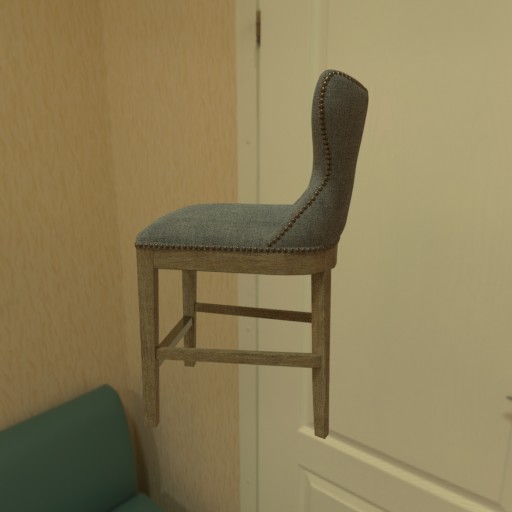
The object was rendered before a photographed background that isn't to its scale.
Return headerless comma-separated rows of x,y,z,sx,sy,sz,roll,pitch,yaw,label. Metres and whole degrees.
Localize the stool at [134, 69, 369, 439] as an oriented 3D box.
0.000,0.000,1.342,0.608,0.981,0.498,2,15,9,stool
